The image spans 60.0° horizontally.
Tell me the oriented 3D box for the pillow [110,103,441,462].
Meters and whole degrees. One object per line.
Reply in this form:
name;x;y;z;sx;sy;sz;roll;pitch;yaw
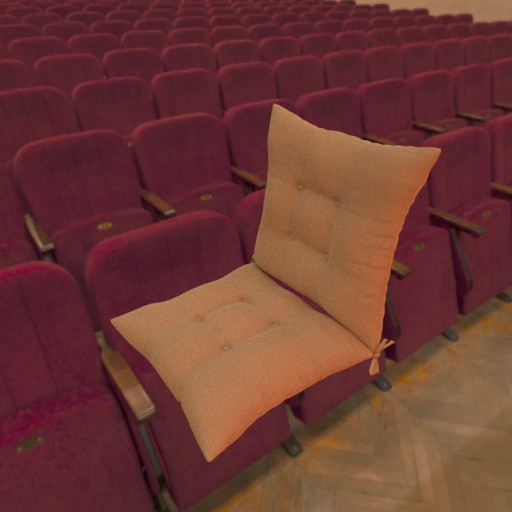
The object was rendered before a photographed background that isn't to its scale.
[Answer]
pillow;0.000;0.000;1.018;0.585;0.536;0.541;-21;37;-30
